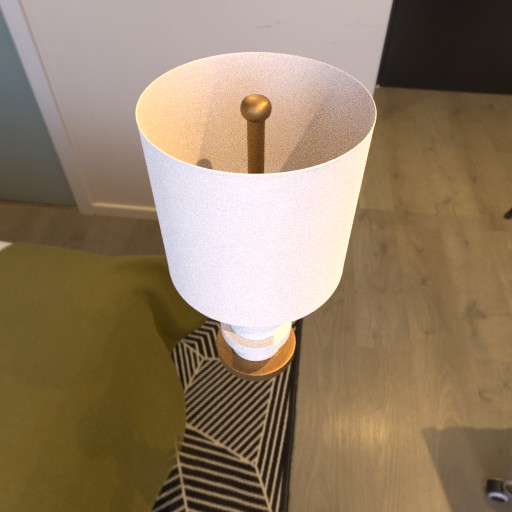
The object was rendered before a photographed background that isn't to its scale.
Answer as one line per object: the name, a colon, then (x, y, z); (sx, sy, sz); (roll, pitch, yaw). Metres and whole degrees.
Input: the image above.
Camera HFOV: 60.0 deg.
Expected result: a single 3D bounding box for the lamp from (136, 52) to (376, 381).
lamp: (0.000, 0.000, 0.539); (0.210, 0.410, 0.210); (-17, 50, -15)
